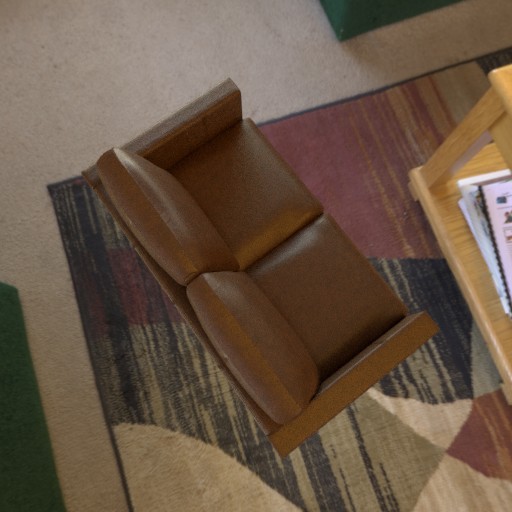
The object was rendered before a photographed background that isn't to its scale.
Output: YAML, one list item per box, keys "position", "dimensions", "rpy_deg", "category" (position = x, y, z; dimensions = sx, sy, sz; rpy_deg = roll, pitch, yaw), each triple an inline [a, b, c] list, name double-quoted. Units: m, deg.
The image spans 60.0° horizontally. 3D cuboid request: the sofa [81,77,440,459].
- position: [0.000, 0.000, 2.214]
  dimensions: [0.909, 0.951, 1.578]
  rpy_deg: [-36, 79, -8]
  category: "sofa"
